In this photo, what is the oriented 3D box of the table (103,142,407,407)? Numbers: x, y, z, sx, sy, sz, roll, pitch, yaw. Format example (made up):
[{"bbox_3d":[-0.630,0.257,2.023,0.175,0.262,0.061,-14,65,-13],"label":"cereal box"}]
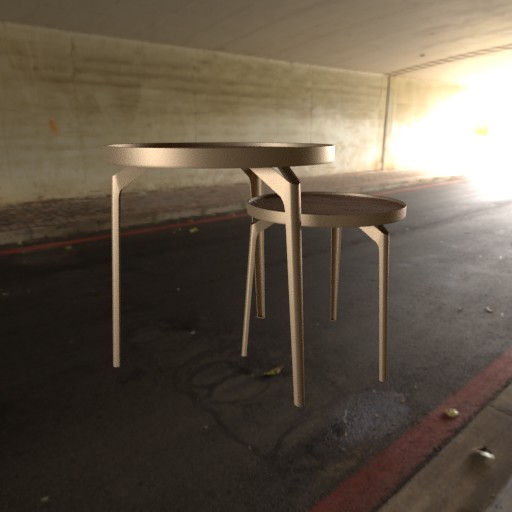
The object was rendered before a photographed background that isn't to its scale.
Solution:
[{"bbox_3d":[0.000,0.000,1.136,0.751,0.555,0.532,-3,16,-9],"label":"table"}]
